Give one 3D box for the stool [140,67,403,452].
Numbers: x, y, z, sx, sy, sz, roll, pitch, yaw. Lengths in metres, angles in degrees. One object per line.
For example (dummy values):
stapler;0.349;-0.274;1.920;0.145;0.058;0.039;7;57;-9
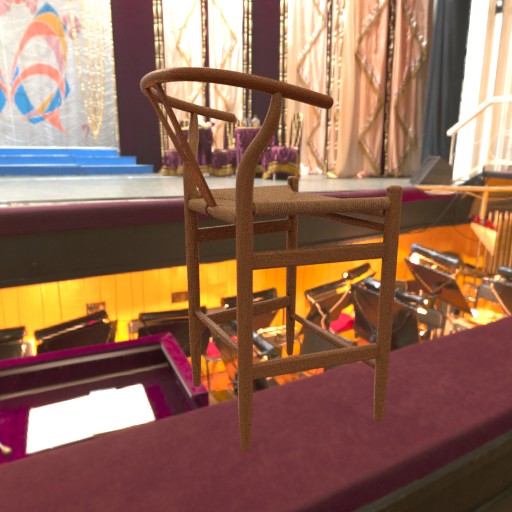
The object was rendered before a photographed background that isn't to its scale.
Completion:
stool;0.000;0.000;1.248;0.575;0.923;0.536;-7;15;-27
